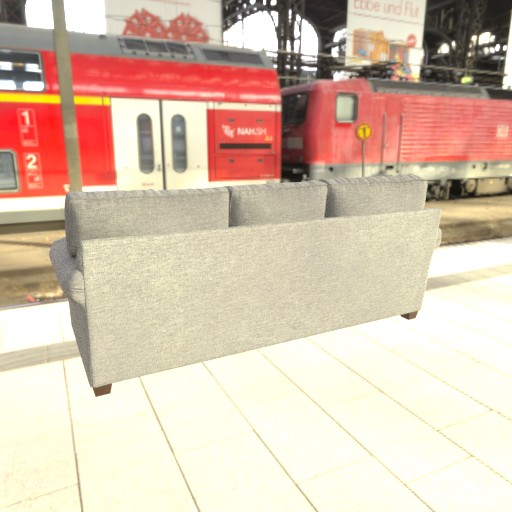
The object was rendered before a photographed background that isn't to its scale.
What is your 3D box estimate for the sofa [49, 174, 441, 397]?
[{"bbox_3d":[0.000,0.000,2.775,2.312,0.975,0.965,-7,16,-27],"label":"sofa"}]
